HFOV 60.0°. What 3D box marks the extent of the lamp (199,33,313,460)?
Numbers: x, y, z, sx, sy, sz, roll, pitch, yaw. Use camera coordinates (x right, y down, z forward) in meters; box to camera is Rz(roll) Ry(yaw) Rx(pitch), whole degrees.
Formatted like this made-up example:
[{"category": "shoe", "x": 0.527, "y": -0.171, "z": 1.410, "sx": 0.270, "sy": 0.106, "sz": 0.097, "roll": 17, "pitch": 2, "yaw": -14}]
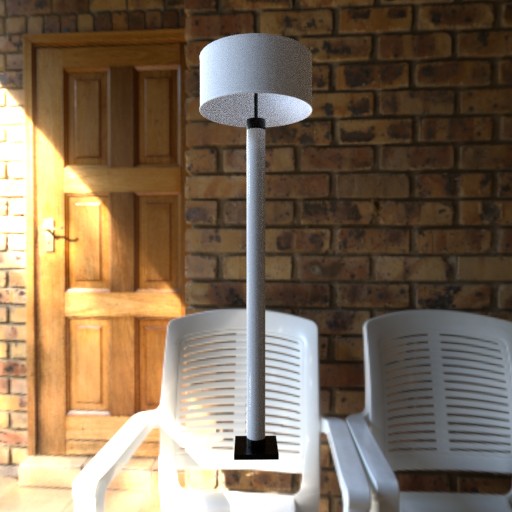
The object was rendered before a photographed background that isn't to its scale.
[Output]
[{"category": "lamp", "x": 0.000, "y": 0.000, "z": 1.664, "sx": 0.420, "sy": 1.475, "sz": 0.420, "roll": 0, "pitch": 1, "yaw": -1}]
